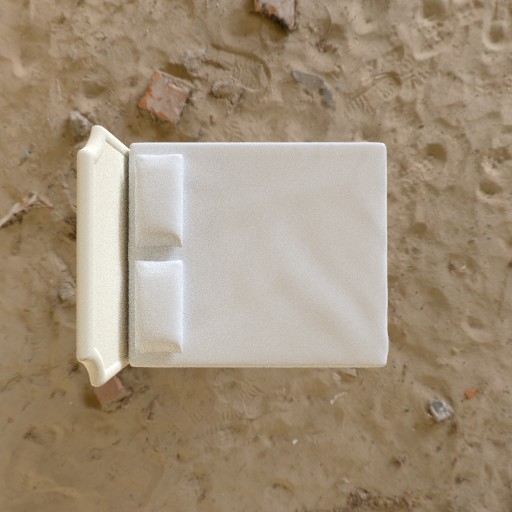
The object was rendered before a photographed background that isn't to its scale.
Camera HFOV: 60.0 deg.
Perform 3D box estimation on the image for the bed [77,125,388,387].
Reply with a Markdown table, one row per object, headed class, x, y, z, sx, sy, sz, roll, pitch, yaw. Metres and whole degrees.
| class | x | y | z | sx | sy | sz | roll | pitch | yaw |
| --- | --- | --- | --- | --- | --- | --- | --- | --- | --- |
| bed | 0.000 | 0.000 | 4.204 | 2.773 | 1.590 | 2.350 | 0 | 90 | 0 |
